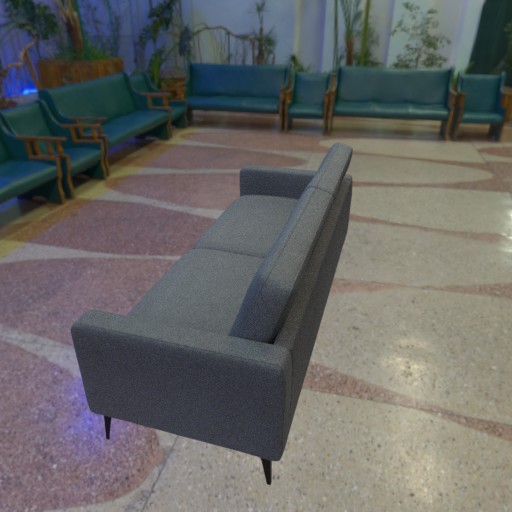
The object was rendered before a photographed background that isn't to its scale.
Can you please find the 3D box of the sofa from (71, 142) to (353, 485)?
[{"bbox_3d":[0.000,0.000,2.297,0.774,0.828,1.925,8,30,15],"label":"sofa"}]
